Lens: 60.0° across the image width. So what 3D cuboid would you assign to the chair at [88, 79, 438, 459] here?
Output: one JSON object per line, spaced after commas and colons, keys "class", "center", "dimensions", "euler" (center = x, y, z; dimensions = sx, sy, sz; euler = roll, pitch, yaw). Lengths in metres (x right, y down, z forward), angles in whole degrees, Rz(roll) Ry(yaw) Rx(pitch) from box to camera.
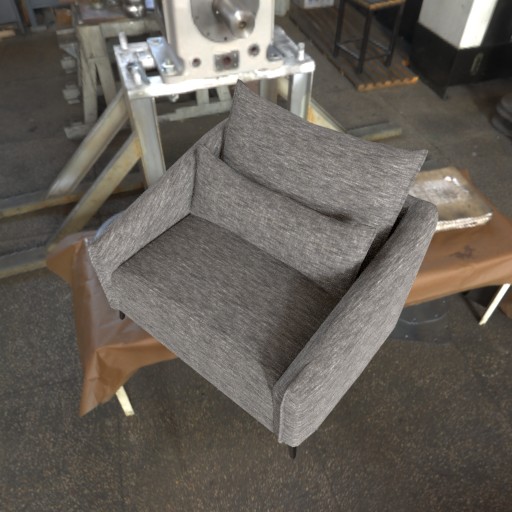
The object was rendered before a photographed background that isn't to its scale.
{"class": "chair", "center": [0.000, 0.000, 1.617], "dimensions": [1.004, 0.842, 0.805], "euler": [31, 54, 26]}
